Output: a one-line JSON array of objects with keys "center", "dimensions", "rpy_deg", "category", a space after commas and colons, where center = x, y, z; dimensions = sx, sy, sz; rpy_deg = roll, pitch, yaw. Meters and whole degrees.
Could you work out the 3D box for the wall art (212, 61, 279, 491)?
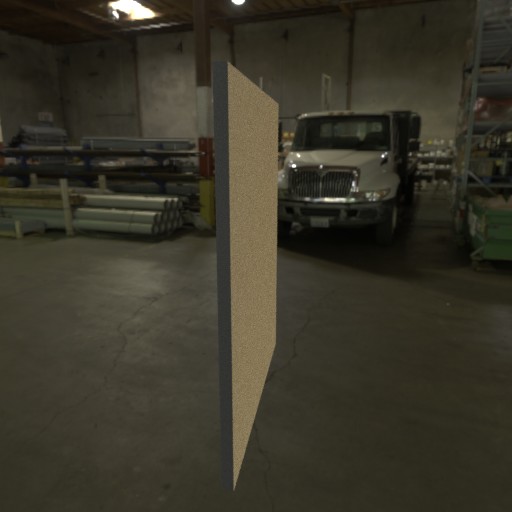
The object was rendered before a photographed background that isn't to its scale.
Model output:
[{"center": [0.000, 0.000, 1.219], "dimensions": [0.028, 0.863, 0.755], "rpy_deg": [2, 14, 9], "category": "wall art"}]
